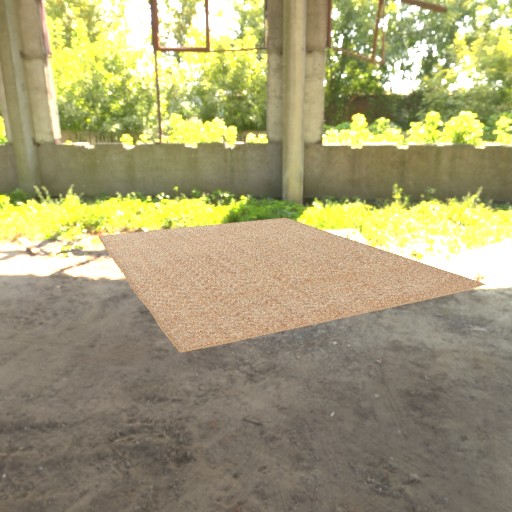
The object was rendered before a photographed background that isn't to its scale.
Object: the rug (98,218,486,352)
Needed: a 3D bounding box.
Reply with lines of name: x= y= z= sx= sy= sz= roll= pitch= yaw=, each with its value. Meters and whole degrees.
rug: x=0.000 y=0.000 z=4.140 sx=2.439 sy=0.013 sz=3.048 roll=-8 pitch=17 yaw=-25
